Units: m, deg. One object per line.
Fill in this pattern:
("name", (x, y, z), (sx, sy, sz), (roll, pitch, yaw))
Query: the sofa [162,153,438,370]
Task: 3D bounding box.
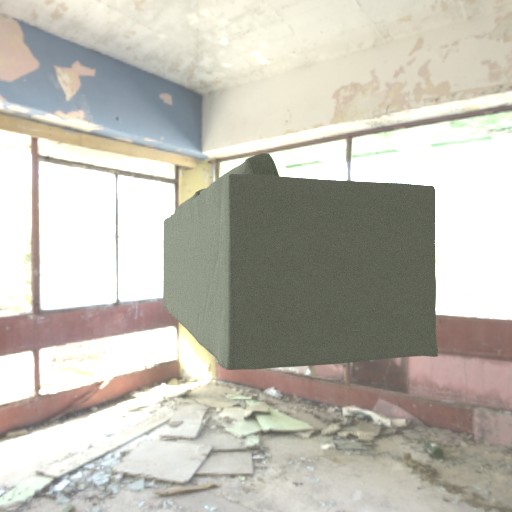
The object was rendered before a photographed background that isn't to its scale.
("sofa", (0.000, 0.000, 2.836), (0.962, 0.853, 2.312), (0, 0, -18))
